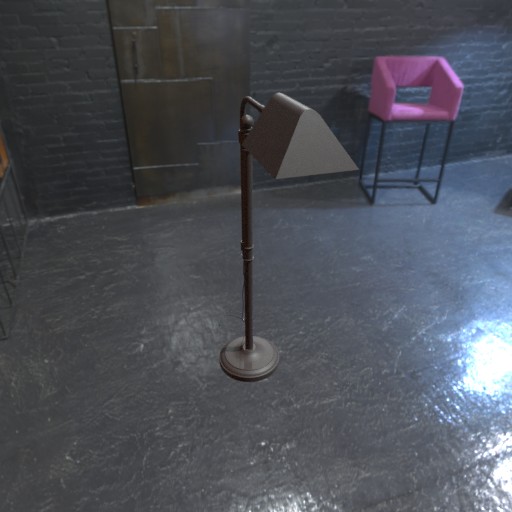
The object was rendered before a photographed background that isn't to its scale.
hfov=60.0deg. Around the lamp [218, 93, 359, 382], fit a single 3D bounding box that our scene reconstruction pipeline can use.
[{"bbox_3d":[0.000,0.000,0.949,0.159,0.708,0.545,-9,32,-15],"label":"lamp"}]
